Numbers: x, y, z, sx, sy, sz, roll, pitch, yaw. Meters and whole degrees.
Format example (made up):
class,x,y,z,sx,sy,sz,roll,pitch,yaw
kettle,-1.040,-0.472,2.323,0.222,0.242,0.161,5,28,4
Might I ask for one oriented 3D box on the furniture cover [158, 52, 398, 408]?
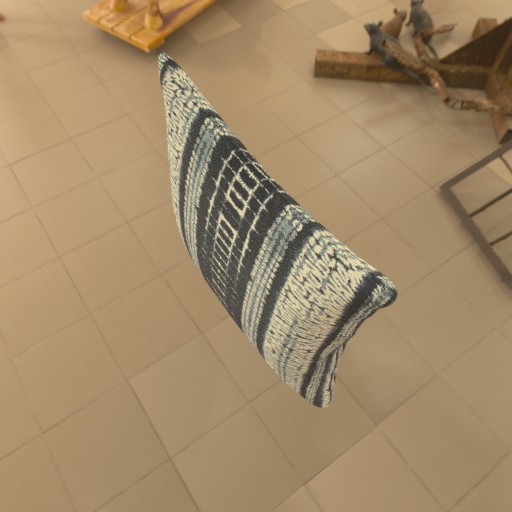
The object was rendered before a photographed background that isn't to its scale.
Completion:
class,x,y,z,sx,sy,sz,roll,pitch,yaw
furniture cover,0.000,0.000,0.660,0.133,0.435,0.425,-31,64,-18
